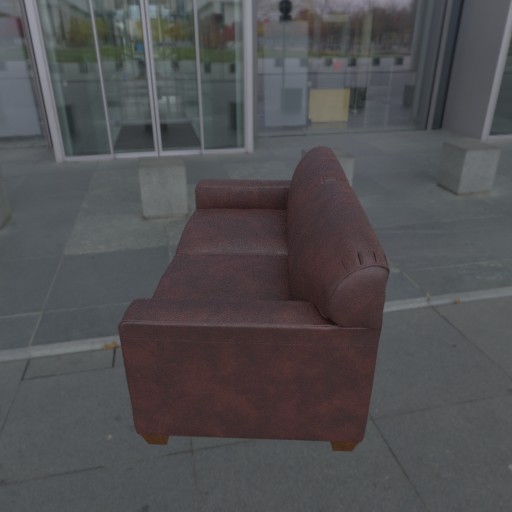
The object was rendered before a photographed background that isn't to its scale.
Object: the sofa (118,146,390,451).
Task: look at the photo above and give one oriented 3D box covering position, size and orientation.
[{"bbox_3d":[0.000,0.000,2.467,1.000,0.966,1.856,1,26,2],"label":"sofa"}]
